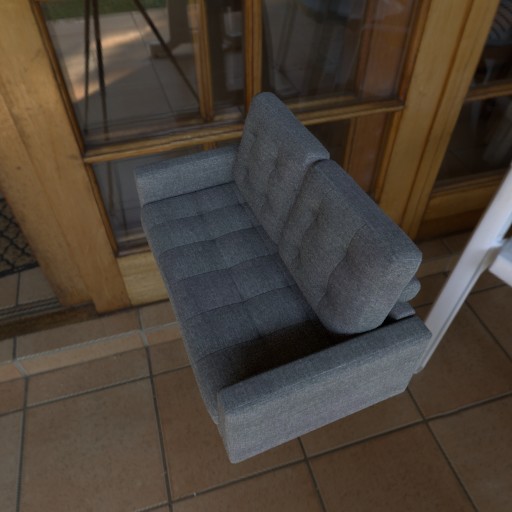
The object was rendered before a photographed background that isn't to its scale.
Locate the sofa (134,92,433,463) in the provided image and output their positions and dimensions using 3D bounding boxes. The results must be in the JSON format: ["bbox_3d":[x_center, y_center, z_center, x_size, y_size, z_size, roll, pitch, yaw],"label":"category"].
[{"bbox_3d":[0.000,0.000,1.982,0.842,0.907,1.407,-17,49,-15],"label":"sofa"}]
